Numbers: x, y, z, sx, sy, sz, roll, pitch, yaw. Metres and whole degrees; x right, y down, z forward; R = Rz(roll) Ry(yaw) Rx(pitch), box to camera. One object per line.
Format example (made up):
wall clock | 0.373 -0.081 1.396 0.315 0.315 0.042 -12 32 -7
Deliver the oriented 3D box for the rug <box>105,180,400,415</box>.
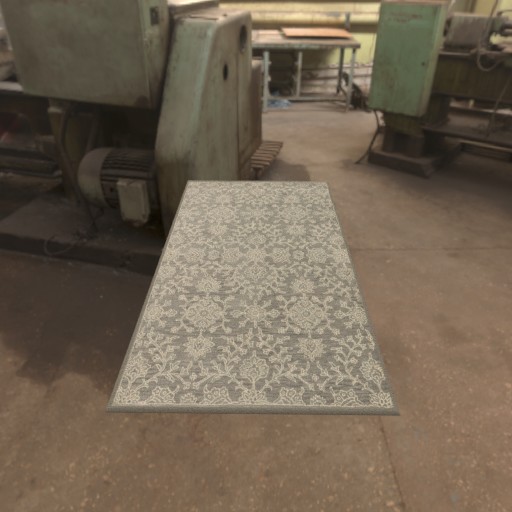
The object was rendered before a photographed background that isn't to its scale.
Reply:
rug | 0.000 0.000 3.599 1.546 0.011 3.048 0 33 1
